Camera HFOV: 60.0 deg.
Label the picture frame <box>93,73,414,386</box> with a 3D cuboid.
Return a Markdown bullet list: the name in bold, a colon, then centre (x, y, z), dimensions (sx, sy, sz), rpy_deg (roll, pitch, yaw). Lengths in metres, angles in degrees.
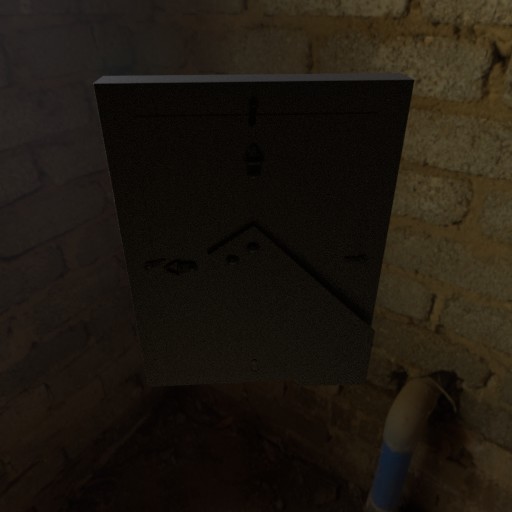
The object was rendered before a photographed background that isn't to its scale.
- **picture frame**: centre (0.000, 0.000, 0.276), dimensions (0.157, 0.208, 0.028), rpy_deg (-2, 31, -3)
